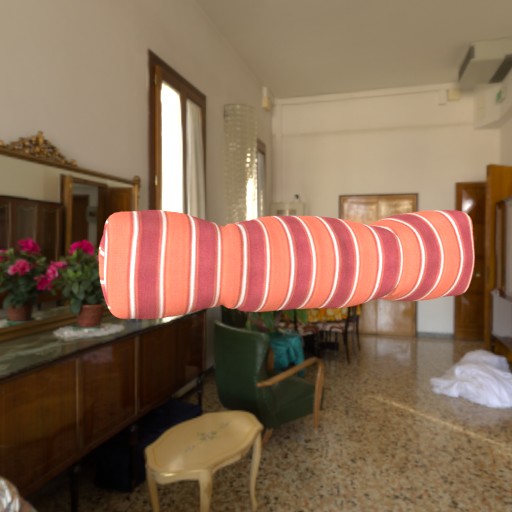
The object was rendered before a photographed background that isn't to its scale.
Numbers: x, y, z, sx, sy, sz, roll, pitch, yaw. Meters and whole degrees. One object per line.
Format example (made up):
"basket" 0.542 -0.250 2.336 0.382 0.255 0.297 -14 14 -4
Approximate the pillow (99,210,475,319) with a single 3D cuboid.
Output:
"pillow" 0.000 0.000 0.733 0.490 0.133 0.468 0 1 -19
